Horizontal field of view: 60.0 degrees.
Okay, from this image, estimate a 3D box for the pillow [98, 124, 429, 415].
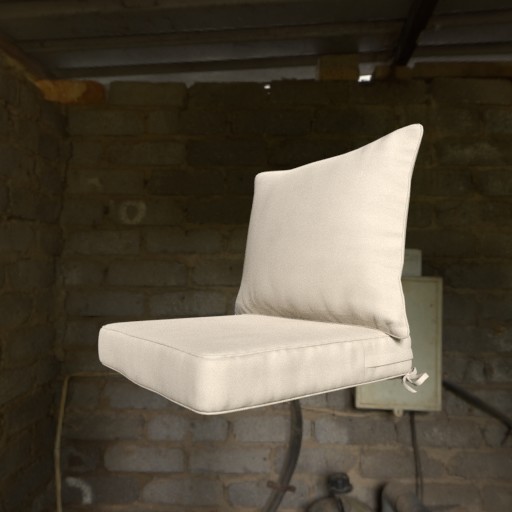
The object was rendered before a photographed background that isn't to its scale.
[{"bbox_3d":[0.000,0.000,1.322,0.733,0.716,0.798,2,-3,-36],"label":"pillow"}]
